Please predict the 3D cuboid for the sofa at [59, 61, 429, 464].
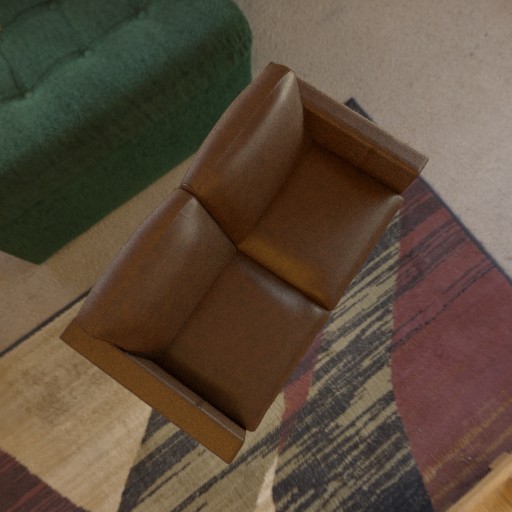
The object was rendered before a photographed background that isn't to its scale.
[{"bbox_3d":[0.000,0.000,2.119,0.909,0.951,1.578,34,80,7],"label":"sofa"}]
